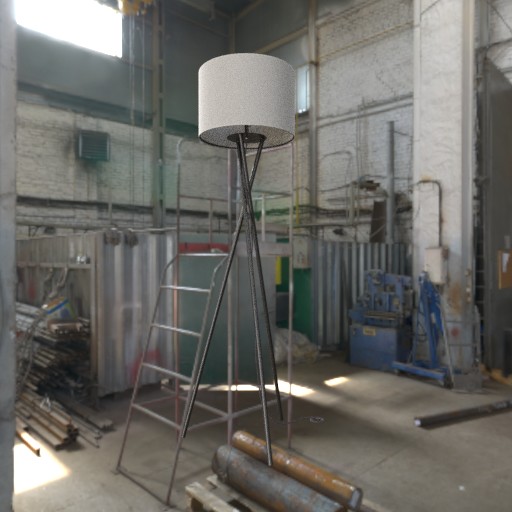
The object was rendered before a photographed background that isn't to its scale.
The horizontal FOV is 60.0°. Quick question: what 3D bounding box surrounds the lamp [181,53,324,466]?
[{"bbox_3d":[0.000,0.000,1.962,0.667,1.624,0.522,0,0,0],"label":"lamp"}]
